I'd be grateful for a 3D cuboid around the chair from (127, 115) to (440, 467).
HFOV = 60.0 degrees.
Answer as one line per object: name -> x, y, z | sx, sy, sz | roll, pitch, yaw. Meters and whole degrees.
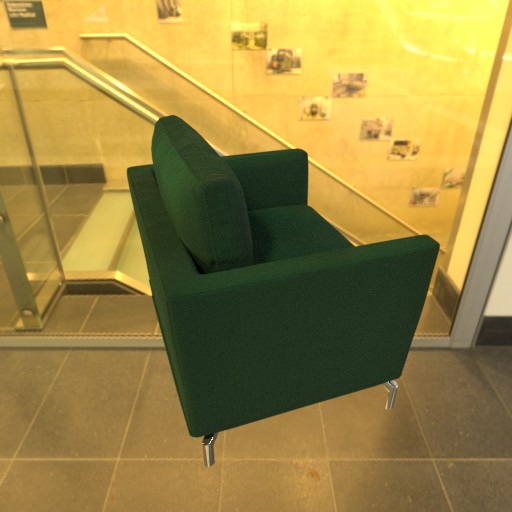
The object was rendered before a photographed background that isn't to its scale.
chair -> 0.000, 0.000, 1.774 | 0.852, 0.997, 1.047 | -10, 32, -17
